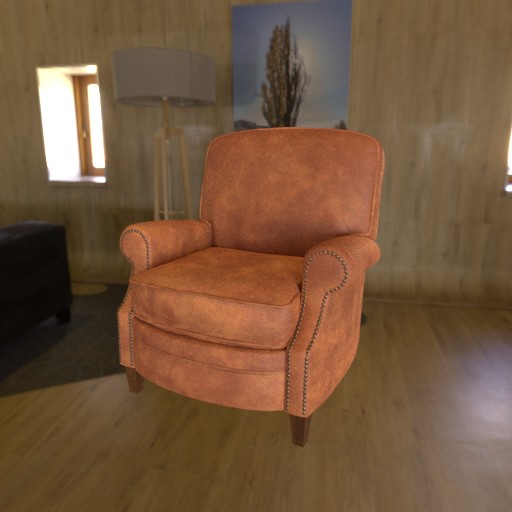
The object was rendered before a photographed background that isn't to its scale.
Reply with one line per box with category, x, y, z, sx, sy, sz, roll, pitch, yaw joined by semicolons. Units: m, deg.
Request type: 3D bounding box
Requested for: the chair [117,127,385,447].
chair;0.000;0.000;1.786;0.936;1.018;0.986;7;16;26
